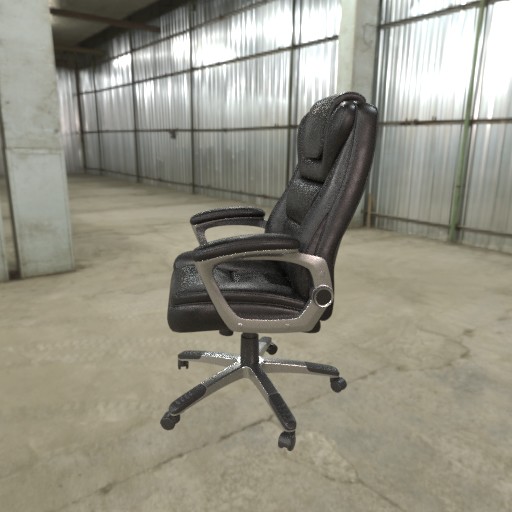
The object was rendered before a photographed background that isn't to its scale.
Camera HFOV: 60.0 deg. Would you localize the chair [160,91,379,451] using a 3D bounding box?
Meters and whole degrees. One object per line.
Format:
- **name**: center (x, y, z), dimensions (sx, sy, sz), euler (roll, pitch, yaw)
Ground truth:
- **chair**: center (0.000, 0.000, 1.540), dimensions (0.689, 1.075, 0.697), euler (-2, 14, -9)
